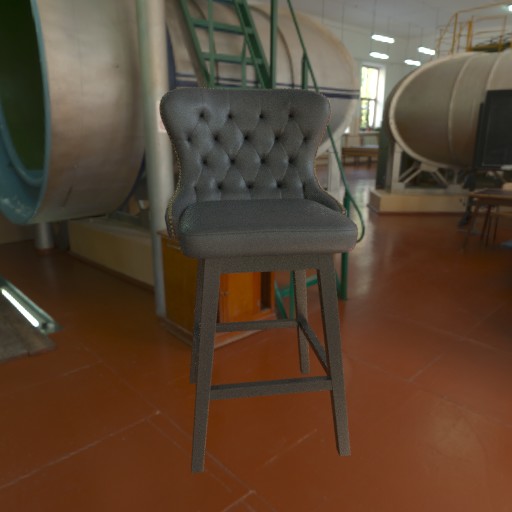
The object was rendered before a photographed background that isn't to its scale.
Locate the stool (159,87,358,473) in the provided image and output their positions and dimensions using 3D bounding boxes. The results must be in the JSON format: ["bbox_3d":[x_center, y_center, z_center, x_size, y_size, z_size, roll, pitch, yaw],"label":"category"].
[{"bbox_3d":[0.000,0.000,1.311,0.528,0.971,0.593,-2,17,-8],"label":"stool"}]
